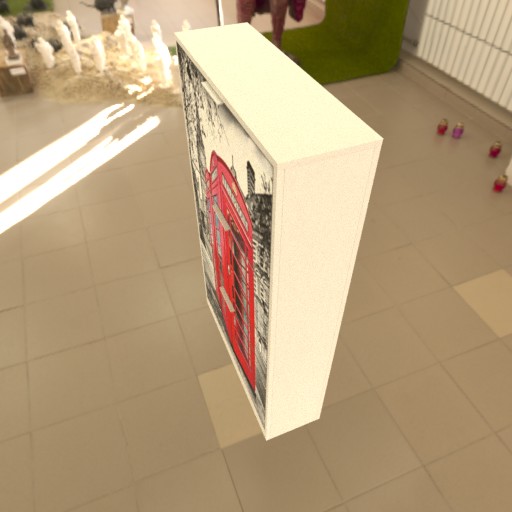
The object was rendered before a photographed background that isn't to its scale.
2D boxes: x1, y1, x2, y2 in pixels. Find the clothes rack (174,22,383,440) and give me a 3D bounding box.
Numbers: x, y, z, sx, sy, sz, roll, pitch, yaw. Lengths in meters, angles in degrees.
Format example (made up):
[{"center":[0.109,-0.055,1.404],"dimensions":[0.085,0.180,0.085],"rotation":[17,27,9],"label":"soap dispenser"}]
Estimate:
[{"center":[0.000,0.000,1.563],"dimensions":[0.250,1.280,0.750],"rotation":[-16,48,-16],"label":"clothes rack"}]
